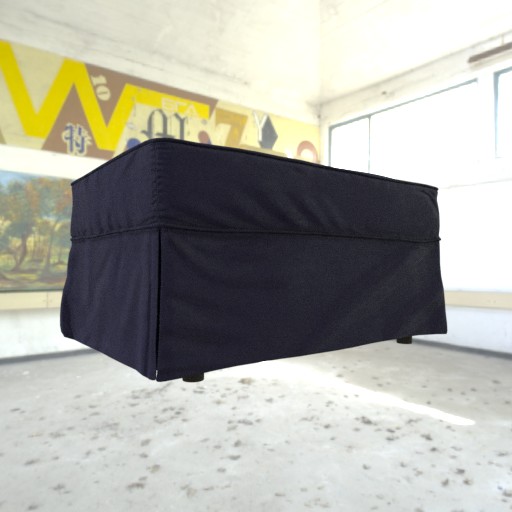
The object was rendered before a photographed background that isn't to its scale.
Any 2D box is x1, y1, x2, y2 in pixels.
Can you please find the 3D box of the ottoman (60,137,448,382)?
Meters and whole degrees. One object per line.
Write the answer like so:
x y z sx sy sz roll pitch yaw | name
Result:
0.000 0.000 1.278 0.938 0.503 0.637 1 -1 -36 | ottoman
